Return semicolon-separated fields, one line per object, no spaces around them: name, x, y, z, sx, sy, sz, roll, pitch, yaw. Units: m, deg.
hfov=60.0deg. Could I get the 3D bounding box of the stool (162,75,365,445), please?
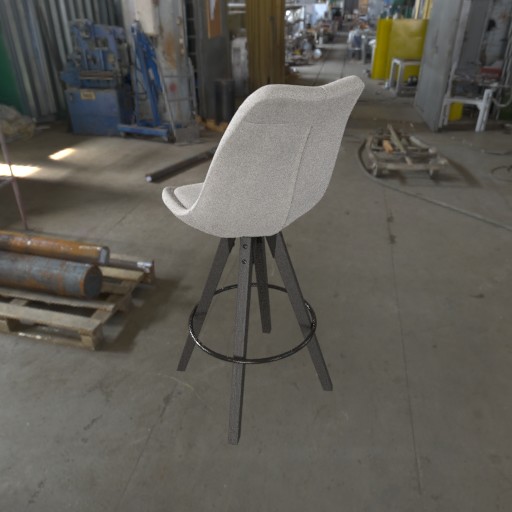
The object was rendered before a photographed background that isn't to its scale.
stool;0.000;0.000;1.419;0.485;1.115;0.550;-18;35;-29
